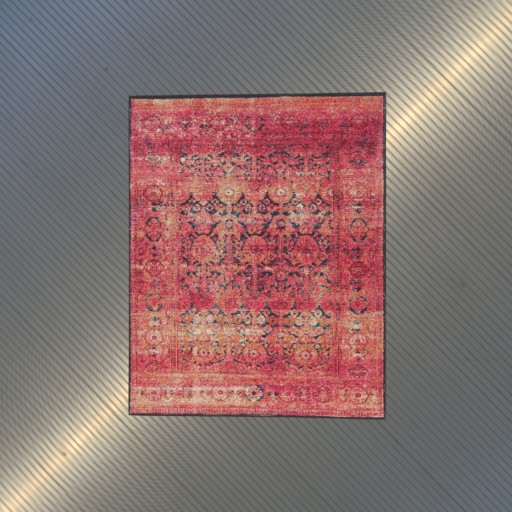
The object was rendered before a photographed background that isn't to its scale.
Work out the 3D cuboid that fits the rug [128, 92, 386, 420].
[{"bbox_3d":[0.000,0.000,4.143,2.411,0.020,3.032,0,90,2],"label":"rug"}]
